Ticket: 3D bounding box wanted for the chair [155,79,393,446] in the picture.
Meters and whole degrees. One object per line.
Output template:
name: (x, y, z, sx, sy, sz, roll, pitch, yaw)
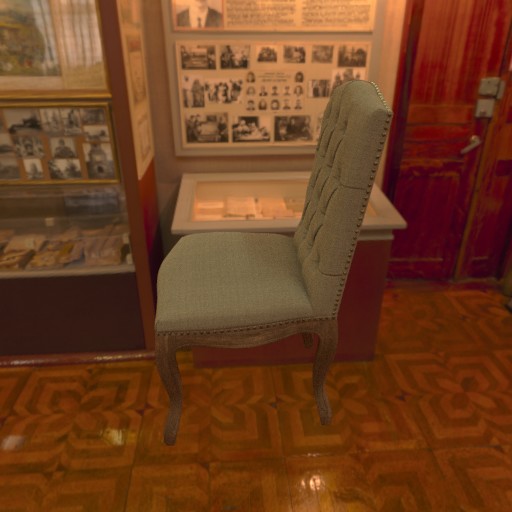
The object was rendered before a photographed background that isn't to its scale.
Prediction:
chair: (0.000, 0.000, 1.608, 0.731, 1.191, 0.637, -1, 27, -2)
